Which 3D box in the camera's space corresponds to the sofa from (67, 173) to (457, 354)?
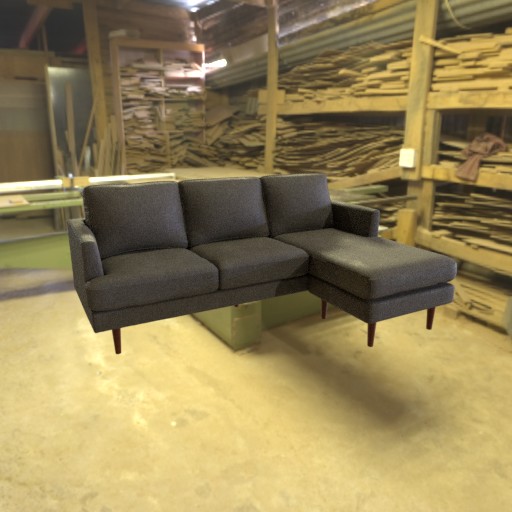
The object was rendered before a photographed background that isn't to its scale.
[{"bbox_3d":[0.000,0.000,3.025,2.233,0.956,1.504,-8,18,-27],"label":"sofa"}]
